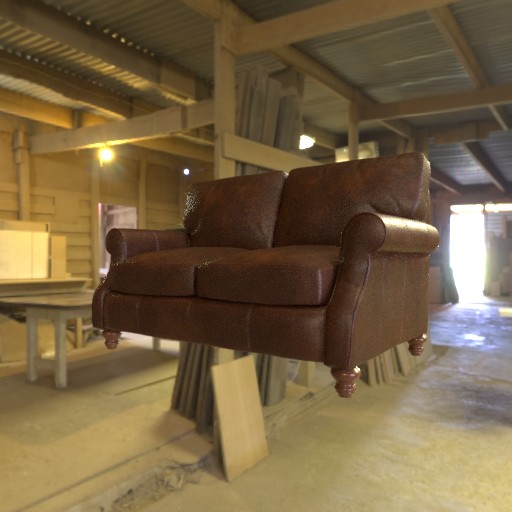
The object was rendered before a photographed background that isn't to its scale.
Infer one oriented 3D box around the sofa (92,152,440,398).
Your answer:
[{"bbox_3d":[0.000,0.000,2.249,1.616,0.976,0.990,0,0,37],"label":"sofa"}]
